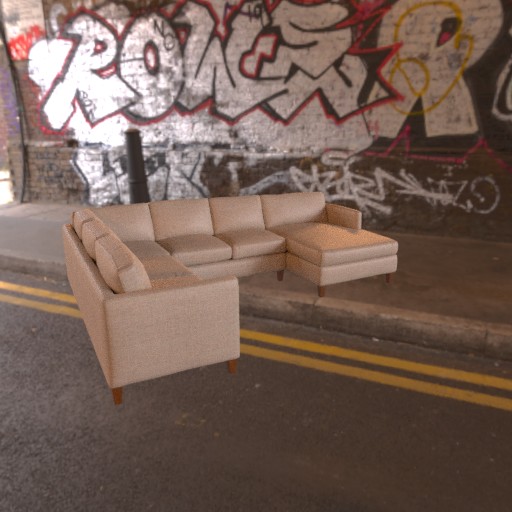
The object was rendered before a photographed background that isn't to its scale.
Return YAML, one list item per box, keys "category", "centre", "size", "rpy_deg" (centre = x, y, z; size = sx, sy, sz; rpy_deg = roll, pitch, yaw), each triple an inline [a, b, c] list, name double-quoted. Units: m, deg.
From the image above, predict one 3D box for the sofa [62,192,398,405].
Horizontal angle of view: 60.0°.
- category: "sofa"
  centre: [0.000, 0.000, 4.574]
  size: [3.460, 0.961, 2.594]
  rpy_deg: [-8, 18, -27]
